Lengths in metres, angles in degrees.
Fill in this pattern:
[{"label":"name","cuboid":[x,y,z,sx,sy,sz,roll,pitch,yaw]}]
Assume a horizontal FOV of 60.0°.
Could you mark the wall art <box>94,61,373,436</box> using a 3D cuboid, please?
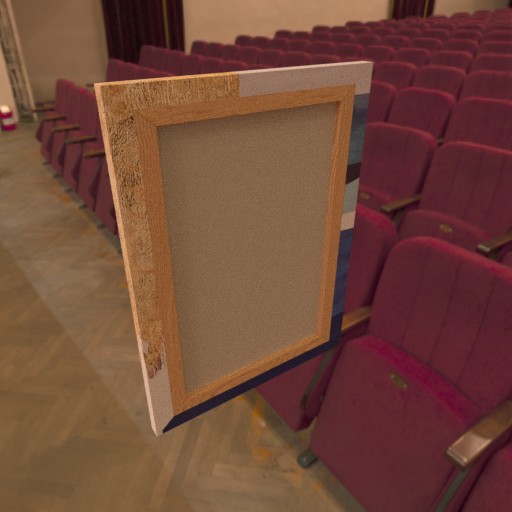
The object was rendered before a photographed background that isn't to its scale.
[{"label":"wall art","cuboid":[0.000,0.000,0.791,0.458,0.613,0.026,-18,34,-29]}]
